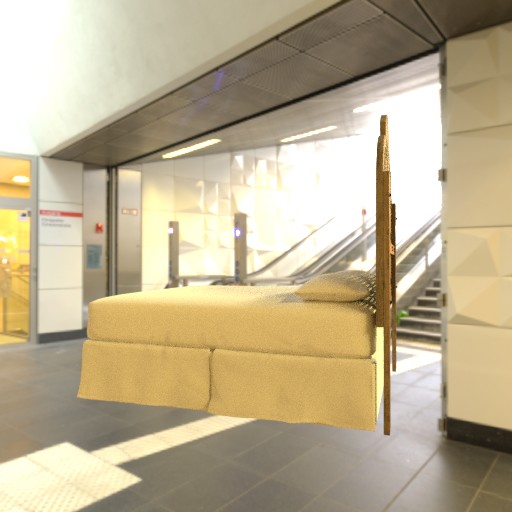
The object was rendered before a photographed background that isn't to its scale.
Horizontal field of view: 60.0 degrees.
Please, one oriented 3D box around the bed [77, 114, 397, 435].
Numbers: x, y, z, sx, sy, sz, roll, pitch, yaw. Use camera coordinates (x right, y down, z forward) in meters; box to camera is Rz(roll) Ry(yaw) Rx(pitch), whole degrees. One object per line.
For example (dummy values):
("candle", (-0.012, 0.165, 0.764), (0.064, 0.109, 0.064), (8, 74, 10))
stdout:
("bed", (0.000, 0.000, 3.570), (2.138, 2.019, 1.713), (0, -1, 19))
